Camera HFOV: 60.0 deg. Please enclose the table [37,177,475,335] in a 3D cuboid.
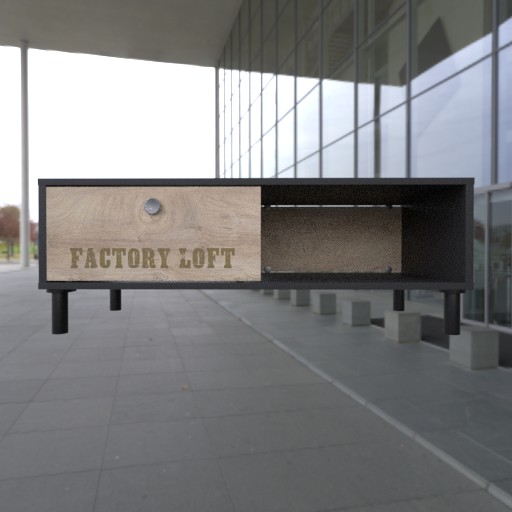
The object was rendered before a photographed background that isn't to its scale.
[{"bbox_3d":[0.000,0.000,1.380,1.100,0.400,0.550,0,1,1],"label":"table"}]
